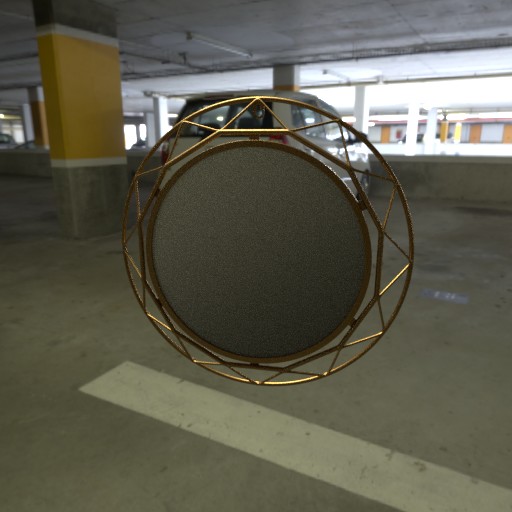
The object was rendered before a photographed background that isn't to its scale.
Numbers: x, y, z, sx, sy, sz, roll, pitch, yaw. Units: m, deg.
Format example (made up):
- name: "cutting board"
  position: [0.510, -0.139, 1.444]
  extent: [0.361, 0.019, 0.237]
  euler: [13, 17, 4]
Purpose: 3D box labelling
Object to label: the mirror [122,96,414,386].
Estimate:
- name: "mirror"
  position: [0.000, 0.000, 0.663]
  extent: [0.454, 0.454, 0.043]
  euler: [3, 15, 11]
